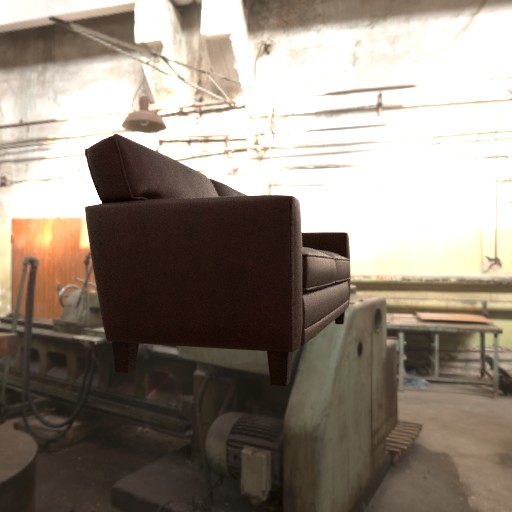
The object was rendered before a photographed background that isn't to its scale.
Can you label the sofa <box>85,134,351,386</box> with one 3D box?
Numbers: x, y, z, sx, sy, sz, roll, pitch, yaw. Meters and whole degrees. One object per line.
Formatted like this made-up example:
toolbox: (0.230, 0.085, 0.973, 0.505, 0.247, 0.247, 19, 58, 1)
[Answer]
sofa: (0.000, 0.000, 2.450, 0.912, 0.928, 1.876, 0, -1, 18)
